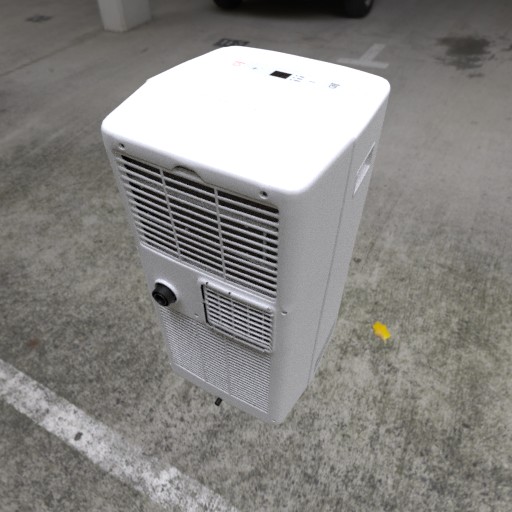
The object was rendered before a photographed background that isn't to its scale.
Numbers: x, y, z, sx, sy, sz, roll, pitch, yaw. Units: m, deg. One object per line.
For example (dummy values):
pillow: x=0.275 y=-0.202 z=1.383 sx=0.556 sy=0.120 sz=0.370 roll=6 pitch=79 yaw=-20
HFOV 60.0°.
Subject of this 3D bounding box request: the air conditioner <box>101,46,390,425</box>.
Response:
air conditioner: x=0.000 y=0.000 z=0.792 sx=0.304 sy=0.606 sz=0.349 roll=22 pitch=49 yaw=20
